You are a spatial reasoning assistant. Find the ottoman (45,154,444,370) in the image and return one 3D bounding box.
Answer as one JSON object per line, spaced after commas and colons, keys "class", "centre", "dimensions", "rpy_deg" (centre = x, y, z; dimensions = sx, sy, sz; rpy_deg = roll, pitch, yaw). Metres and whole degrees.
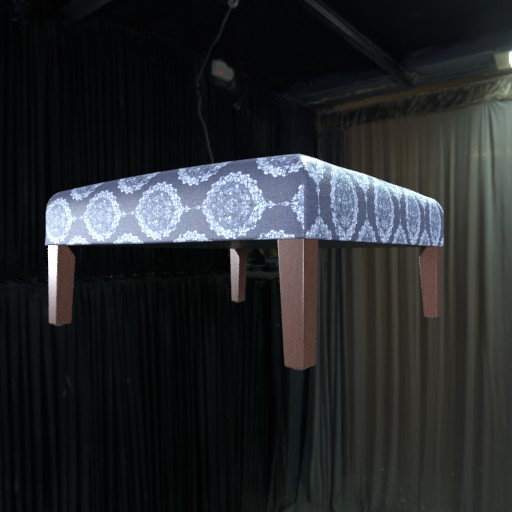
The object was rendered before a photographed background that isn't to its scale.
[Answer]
{"class": "ottoman", "centre": [0.000, 0.000, 1.378], "dimensions": [0.890, 0.409, 0.889], "rpy_deg": [0, 0, 37]}
